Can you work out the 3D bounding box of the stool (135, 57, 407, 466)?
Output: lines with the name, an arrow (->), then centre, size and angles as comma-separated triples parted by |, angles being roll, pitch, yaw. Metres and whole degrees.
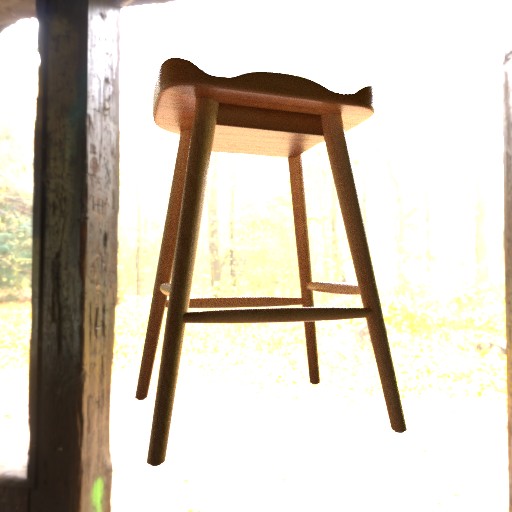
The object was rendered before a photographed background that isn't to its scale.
stool -> 0.000, 0.000, 0.872 | 0.440, 0.615, 0.361 | 1, -2, -18
